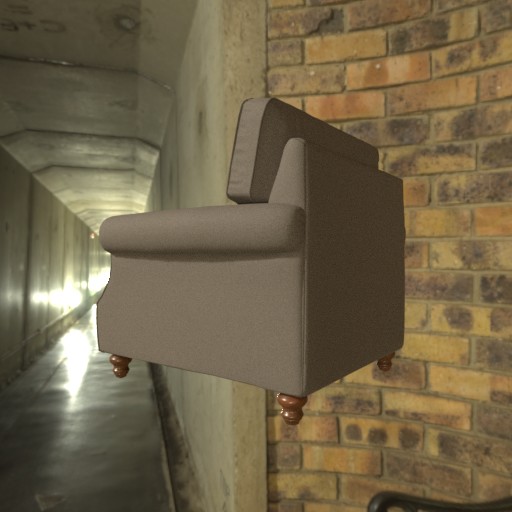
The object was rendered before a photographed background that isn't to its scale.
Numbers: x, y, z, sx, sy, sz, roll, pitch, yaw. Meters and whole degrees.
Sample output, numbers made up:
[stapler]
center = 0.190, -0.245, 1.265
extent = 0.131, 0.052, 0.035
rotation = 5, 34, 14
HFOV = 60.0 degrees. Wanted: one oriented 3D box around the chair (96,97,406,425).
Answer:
[chair]
center = 0.000, 0.000, 1.813
extent = 0.966, 0.967, 1.029
rotation = 0, 1, 37
